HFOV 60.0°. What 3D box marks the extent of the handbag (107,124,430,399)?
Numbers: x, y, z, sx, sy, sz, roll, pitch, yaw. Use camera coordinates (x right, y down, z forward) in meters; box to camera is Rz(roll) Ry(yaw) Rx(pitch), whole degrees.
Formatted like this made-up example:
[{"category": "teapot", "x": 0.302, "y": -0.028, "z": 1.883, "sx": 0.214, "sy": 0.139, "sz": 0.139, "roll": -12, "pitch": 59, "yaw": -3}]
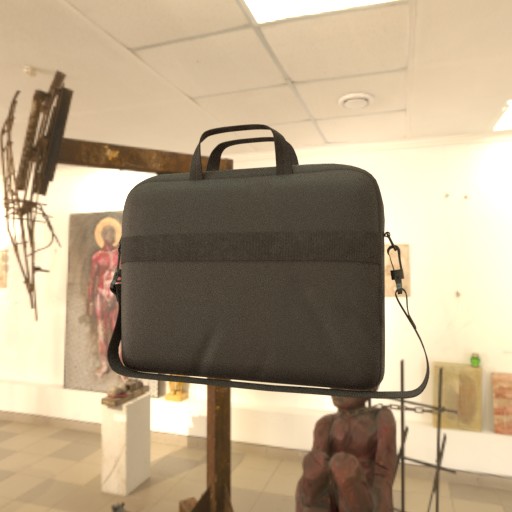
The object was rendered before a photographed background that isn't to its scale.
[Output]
[{"category": "handbag", "x": 0.000, "y": 0.000, "z": 0.446, "sx": 0.320, "sy": 0.244, "sz": 0.089, "roll": 0, "pitch": -1, "yaw": 18}]
